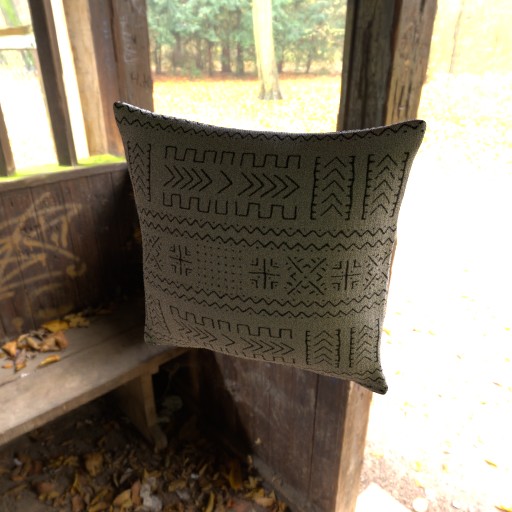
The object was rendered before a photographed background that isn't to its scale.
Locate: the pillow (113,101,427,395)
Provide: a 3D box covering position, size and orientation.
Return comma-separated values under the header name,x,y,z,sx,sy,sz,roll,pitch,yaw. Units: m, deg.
name,x,y,z,sx,sy,sz,roll,pitch,yaw
pillow,0.000,0.000,0.672,0.438,0.430,0.164,8,27,17
